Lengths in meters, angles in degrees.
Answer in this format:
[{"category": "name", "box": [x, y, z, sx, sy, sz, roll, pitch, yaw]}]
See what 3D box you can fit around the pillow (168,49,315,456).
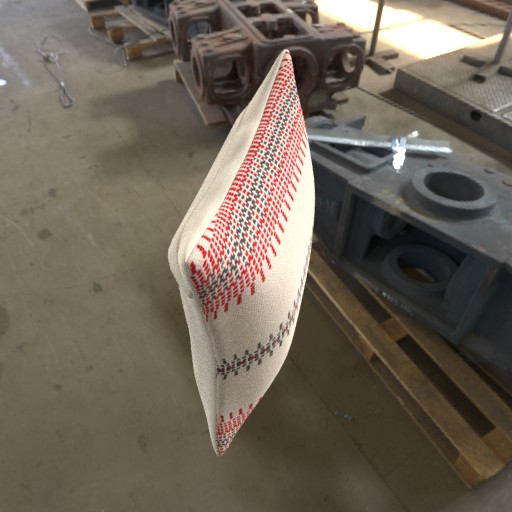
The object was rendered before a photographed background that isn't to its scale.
[{"category": "pillow", "box": [0.000, 0.000, 0.693, 0.160, 0.454, 0.463, 10, 47, 9]}]
